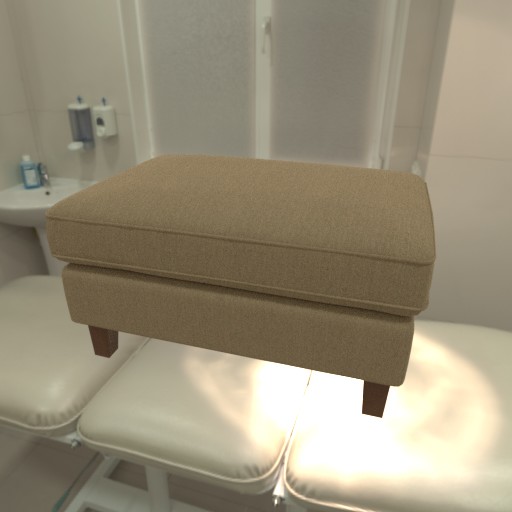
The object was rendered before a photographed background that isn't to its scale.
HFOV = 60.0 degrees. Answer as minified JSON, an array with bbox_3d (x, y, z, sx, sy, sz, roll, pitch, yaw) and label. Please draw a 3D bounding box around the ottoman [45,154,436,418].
[{"bbox_3d":[0.000,0.000,1.317,0.945,0.521,0.636,8,27,16],"label":"ottoman"}]
